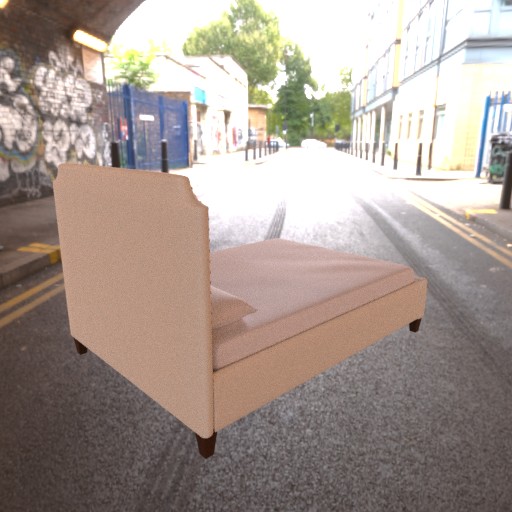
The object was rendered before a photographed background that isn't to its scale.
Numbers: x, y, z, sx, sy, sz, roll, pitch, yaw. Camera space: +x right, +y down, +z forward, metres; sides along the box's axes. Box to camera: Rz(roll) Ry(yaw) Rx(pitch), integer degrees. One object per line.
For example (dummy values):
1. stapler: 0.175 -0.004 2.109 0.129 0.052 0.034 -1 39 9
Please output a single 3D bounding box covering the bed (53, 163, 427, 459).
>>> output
1. bed: 0.000 0.000 3.421 2.372 1.443 1.712 -14 20 -42
